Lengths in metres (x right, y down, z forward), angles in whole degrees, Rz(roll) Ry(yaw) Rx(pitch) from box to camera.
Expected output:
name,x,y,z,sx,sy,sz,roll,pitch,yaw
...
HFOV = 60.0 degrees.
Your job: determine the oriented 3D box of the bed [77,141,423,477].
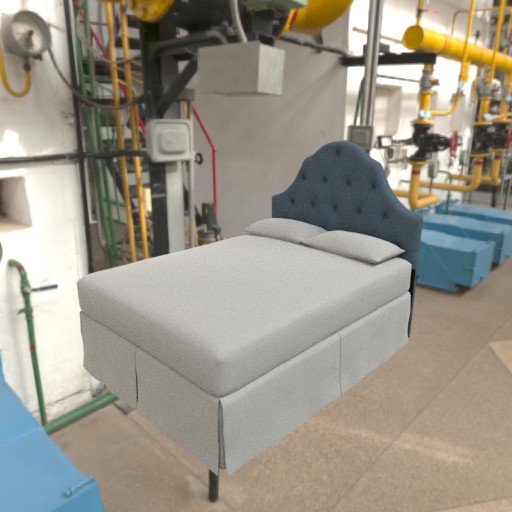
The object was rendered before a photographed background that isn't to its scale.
name,x,y,z,sx,sy,sz,roll,pitch,yaw
bed,0.000,0.000,3.270,1.636,1.575,2.155,16,23,42
